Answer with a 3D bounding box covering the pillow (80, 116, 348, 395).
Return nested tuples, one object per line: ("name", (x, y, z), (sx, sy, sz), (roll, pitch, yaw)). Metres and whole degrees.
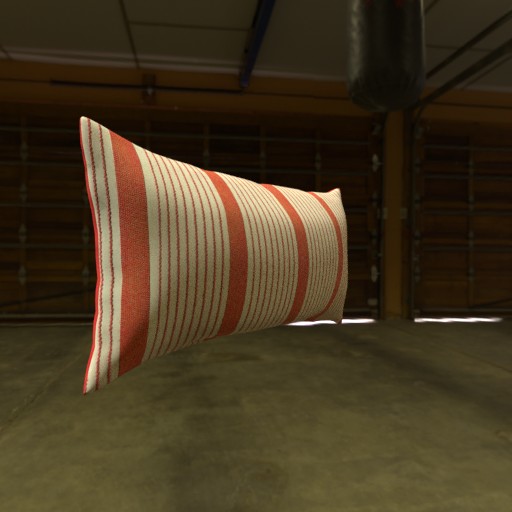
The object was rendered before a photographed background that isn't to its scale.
("pillow", (0.000, 0.000, 0.712), (0.151, 0.297, 0.608), (0, 0, 37))
